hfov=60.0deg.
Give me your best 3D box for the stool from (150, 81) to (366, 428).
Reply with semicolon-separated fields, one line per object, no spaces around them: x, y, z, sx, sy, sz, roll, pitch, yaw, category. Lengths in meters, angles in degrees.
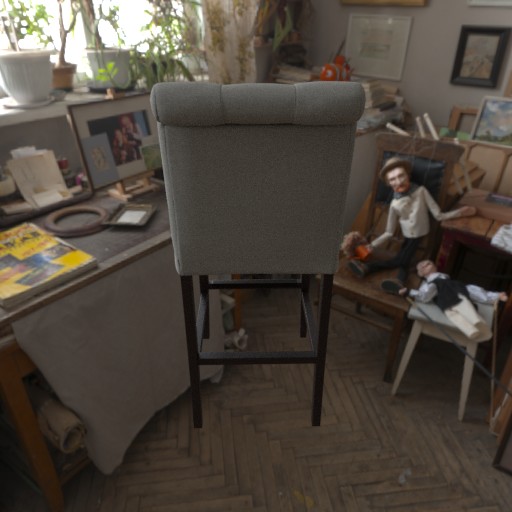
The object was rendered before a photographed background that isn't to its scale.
0.000;0.000;1.446;0.493;1.140;0.601;-1;30;-1;stool
